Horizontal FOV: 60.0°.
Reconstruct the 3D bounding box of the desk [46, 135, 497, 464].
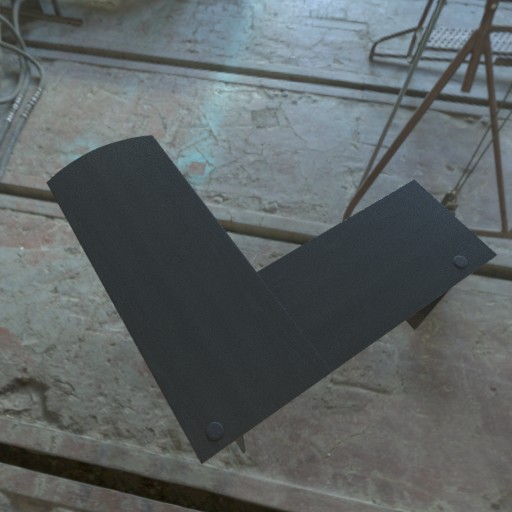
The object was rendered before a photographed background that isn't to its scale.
[{"bbox_3d":[0.000,0.000,2.099,1.303,0.716,1.361,-30,64,-16],"label":"desk"}]
